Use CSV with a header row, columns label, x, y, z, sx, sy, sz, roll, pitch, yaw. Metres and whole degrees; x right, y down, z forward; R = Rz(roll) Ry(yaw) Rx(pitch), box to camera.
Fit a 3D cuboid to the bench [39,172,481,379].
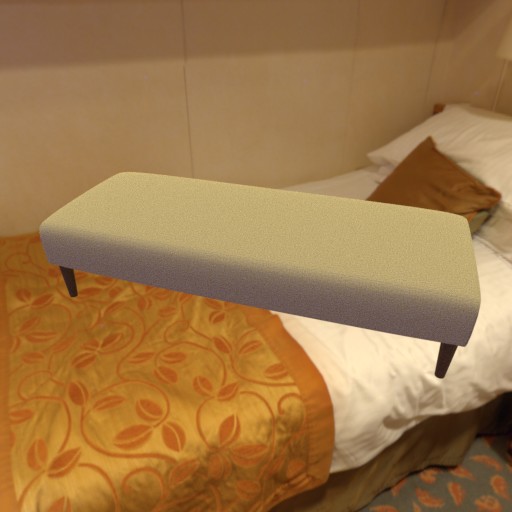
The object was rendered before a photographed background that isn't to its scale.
label,x,y,z,sx,sy,sz,roll,pitch,yaw
bench,0.000,0.000,1.847,1.609,0.393,0.646,10,33,15
